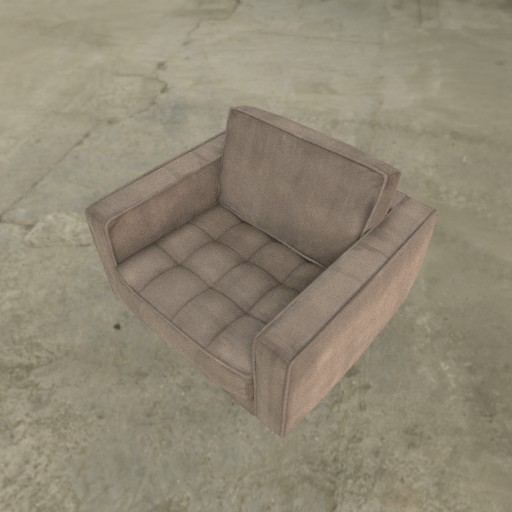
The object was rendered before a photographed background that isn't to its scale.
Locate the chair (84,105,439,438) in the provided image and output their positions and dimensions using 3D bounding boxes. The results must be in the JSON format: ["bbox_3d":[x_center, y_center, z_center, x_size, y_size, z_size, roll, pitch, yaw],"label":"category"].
[{"bbox_3d":[0.000,0.000,1.578,0.928,0.773,0.843,33,54,28],"label":"chair"}]
